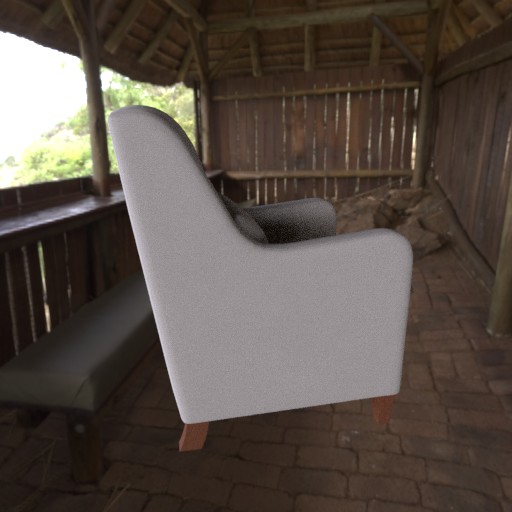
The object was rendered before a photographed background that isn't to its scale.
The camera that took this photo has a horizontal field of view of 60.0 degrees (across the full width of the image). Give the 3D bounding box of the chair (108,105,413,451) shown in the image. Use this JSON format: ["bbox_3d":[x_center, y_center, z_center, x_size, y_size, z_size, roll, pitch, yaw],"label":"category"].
[{"bbox_3d":[0.000,0.000,1.583,0.863,1.010,0.715,-3,16,-11],"label":"chair"}]
